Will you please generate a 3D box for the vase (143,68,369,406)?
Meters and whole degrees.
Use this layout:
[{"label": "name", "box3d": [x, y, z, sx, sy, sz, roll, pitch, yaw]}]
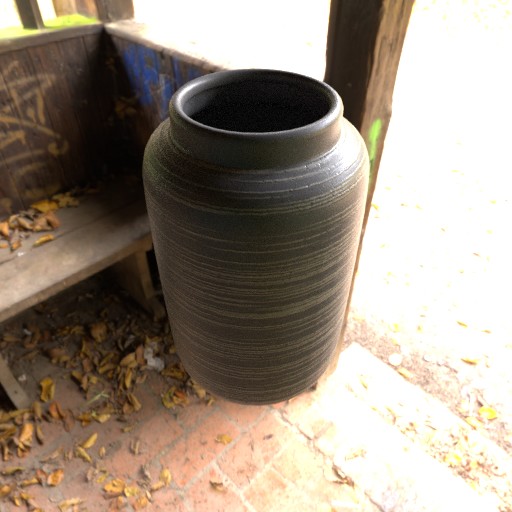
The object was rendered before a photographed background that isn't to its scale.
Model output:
[{"label": "vase", "box3d": [0.000, 0.000, 0.685, 0.297, 0.499, 0.297, 0, 42, 0]}]
